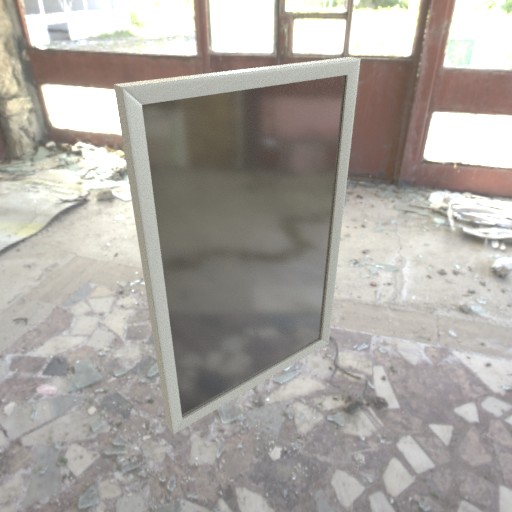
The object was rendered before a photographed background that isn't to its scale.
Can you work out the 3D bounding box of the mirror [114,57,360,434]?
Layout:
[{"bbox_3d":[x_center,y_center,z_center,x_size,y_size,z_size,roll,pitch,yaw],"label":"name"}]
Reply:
[{"bbox_3d":[0.000,0.000,1.165,0.609,0.914,0.041,-22,37,-31],"label":"mirror"}]
